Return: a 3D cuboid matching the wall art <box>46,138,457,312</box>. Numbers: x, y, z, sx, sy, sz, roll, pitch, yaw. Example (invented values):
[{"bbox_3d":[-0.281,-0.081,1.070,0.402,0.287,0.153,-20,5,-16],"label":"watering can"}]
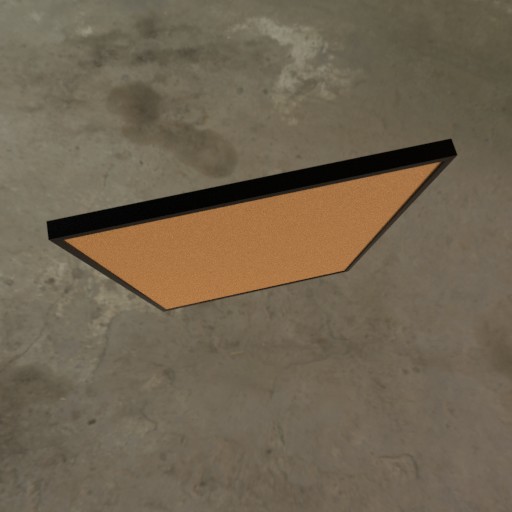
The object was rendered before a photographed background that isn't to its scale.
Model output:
[{"bbox_3d":[0.000,0.000,1.370,0.805,1.062,0.040,-12,76,-3],"label":"wall art"}]
